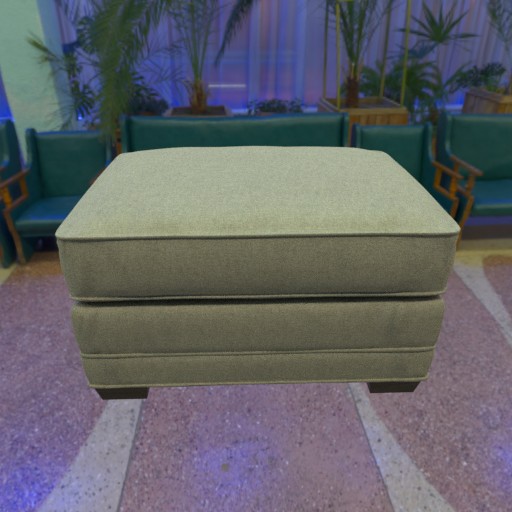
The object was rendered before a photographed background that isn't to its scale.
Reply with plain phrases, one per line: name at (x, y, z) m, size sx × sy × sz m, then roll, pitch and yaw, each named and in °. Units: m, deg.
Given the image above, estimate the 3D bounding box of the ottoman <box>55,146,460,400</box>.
ottoman at (0.000, 0.000, 1.226) m, size 0.848 × 0.508 × 0.611 m, roll -1°, pitch 29°, yaw -2°
